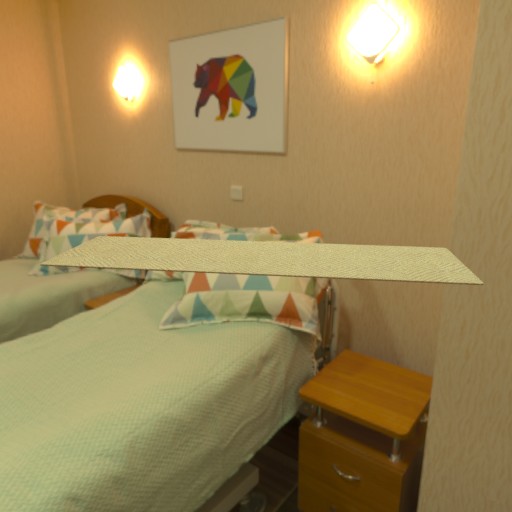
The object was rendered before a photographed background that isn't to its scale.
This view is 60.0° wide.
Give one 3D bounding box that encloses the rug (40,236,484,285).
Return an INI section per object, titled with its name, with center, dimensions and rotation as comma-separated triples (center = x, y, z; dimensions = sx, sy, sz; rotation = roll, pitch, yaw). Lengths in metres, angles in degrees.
[rug]
center = 0.000, 0.000, 2.570
dimensions = 2.277, 0.008, 0.676
rotation = 2, 16, 8
